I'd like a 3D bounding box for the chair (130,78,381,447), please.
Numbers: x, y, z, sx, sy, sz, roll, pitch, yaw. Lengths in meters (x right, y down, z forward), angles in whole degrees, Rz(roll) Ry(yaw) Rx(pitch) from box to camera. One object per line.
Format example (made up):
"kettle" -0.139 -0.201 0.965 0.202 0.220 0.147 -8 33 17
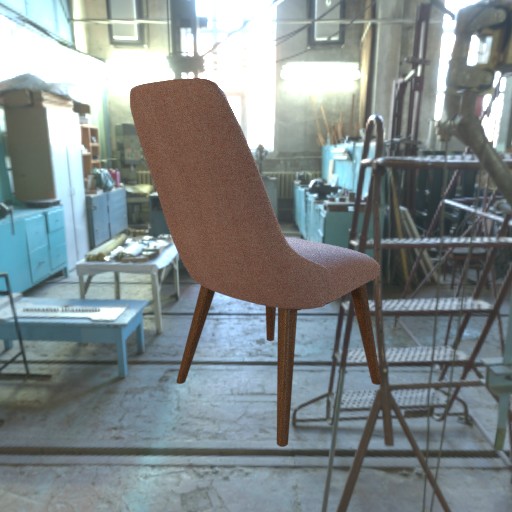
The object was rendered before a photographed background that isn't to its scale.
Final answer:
"chair" 0.000 0.000 1.336 0.707 0.918 0.535 -13 19 -43
